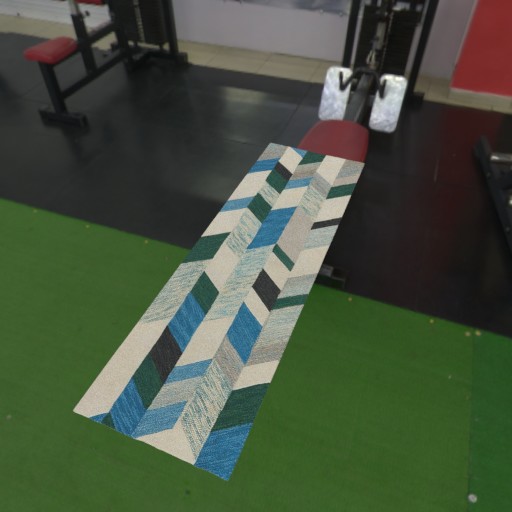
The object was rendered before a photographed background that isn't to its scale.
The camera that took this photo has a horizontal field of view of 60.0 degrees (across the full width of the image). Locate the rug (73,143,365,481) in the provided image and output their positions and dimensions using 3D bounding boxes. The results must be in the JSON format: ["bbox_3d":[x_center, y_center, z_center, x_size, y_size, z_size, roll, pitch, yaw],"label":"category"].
[{"bbox_3d":[0.000,0.000,2.677,0.774,0.008,2.437,17,48,16],"label":"rug"}]
